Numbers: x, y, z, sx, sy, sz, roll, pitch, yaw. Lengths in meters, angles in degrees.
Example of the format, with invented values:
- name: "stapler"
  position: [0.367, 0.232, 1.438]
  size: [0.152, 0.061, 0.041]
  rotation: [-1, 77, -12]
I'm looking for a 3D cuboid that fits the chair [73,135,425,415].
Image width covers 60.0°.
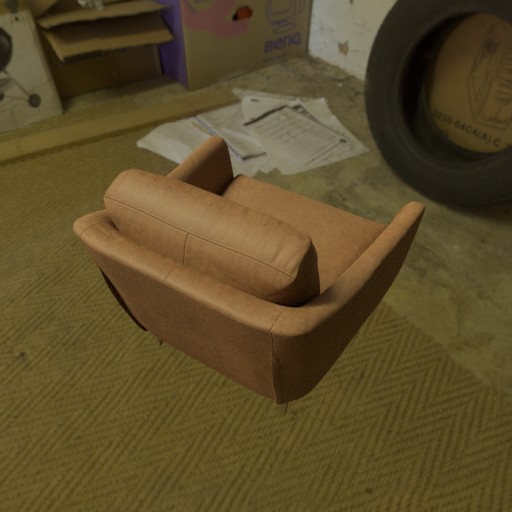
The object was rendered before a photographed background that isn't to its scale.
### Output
- name: "chair"
  position: [0.000, 0.000, 1.703]
  size: [0.988, 0.895, 0.963]
  rotation: [23, 51, 21]
